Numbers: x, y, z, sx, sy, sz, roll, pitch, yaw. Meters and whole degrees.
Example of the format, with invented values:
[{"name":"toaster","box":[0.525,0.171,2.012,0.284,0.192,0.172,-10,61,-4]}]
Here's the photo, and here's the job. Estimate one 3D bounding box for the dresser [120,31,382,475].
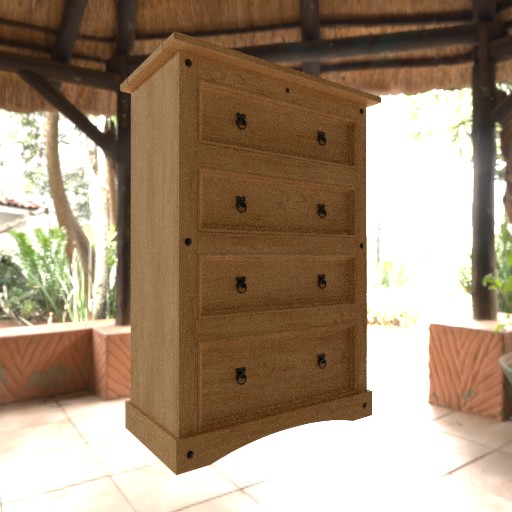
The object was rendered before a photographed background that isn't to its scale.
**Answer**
[{"name":"dresser","box":[0.000,0.000,1.734,0.915,1.300,0.485,0,0,-35]}]
